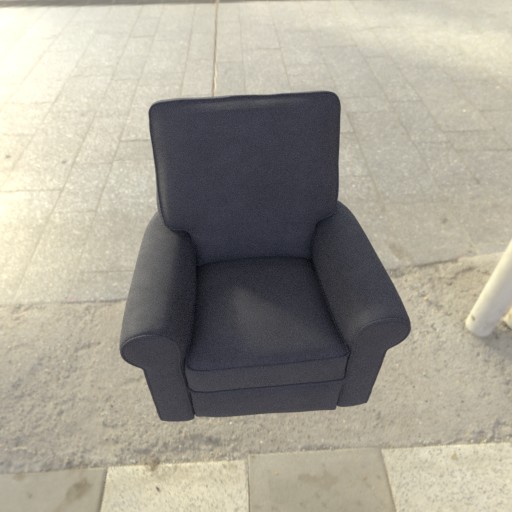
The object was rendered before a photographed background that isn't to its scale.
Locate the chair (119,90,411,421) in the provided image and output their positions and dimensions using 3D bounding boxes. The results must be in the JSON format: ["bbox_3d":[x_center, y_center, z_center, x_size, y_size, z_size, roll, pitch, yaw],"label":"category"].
[{"bbox_3d":[0.000,0.000,1.641,0.890,0.961,0.878,-4,45,-4],"label":"chair"}]
